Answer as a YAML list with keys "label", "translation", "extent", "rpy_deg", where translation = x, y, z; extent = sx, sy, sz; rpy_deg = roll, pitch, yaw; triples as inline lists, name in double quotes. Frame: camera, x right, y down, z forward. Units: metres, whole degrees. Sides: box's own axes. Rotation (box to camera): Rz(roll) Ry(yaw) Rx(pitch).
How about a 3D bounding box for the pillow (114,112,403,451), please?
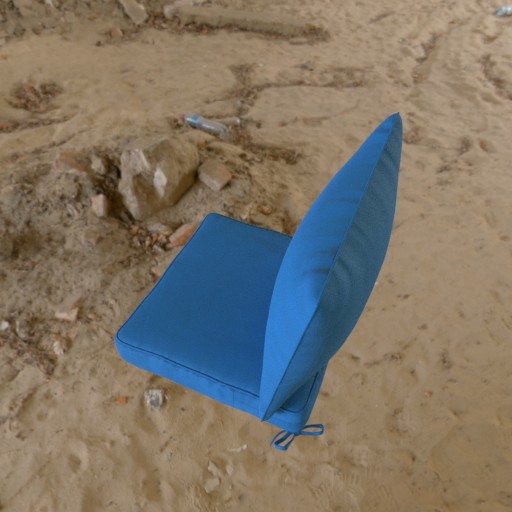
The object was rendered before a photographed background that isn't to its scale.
- label: "pillow"
  translation: [0.000, 0.000, 1.364]
  extent: [0.733, 0.725, 0.798]
  rpy_deg: [18, 49, 16]
